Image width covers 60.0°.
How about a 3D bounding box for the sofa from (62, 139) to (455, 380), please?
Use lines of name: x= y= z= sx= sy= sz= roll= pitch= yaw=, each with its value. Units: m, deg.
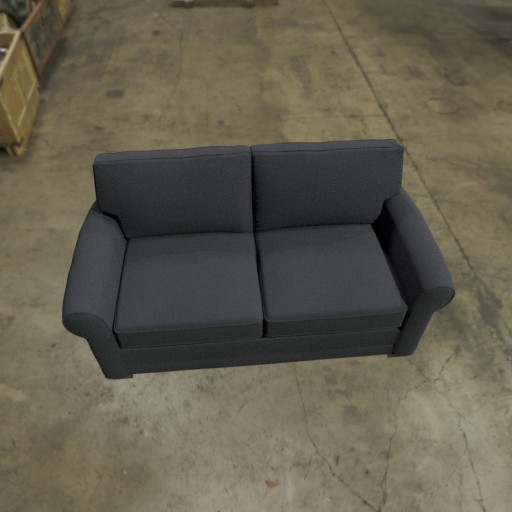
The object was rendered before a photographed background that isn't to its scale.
sofa: x=0.000 y=0.000 z=2.564 sx=2.009 sy=1.031 sz=0.951 roll=-4 pitch=47 yaw=-3
